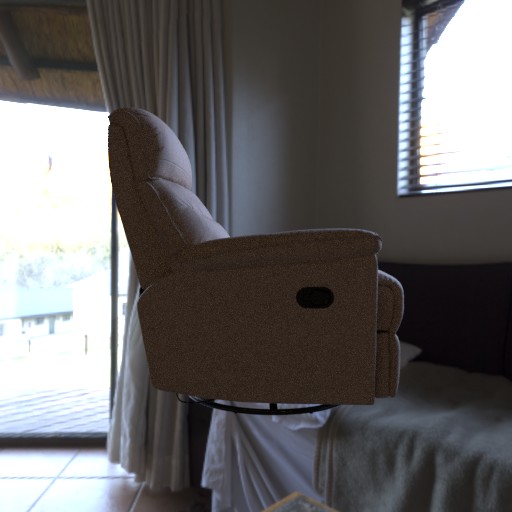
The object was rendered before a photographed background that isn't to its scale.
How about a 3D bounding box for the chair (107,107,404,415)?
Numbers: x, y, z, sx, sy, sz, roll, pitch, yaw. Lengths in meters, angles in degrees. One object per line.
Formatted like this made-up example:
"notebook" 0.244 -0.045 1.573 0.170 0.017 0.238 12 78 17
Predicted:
"chair" 0.000 0.000 1.747 1.004 1.037 0.820 0 0 0
